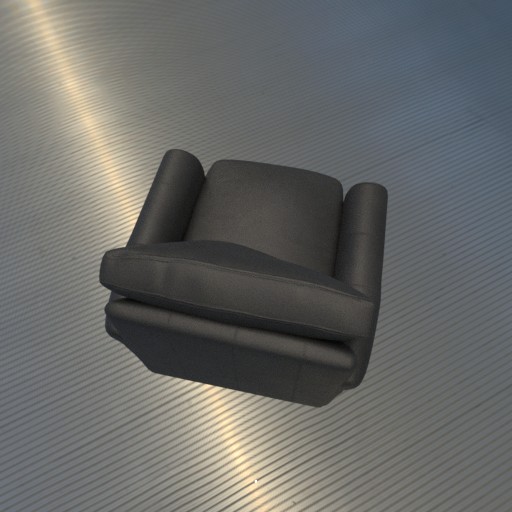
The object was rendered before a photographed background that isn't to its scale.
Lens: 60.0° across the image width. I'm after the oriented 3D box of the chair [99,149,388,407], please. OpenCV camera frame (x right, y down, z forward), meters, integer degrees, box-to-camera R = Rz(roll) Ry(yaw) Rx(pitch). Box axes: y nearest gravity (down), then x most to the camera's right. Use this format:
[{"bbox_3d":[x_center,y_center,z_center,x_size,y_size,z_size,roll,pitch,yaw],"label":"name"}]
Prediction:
[{"bbox_3d":[0.000,0.000,1.812,1.015,0.960,1.027,15,64,8],"label":"chair"}]
